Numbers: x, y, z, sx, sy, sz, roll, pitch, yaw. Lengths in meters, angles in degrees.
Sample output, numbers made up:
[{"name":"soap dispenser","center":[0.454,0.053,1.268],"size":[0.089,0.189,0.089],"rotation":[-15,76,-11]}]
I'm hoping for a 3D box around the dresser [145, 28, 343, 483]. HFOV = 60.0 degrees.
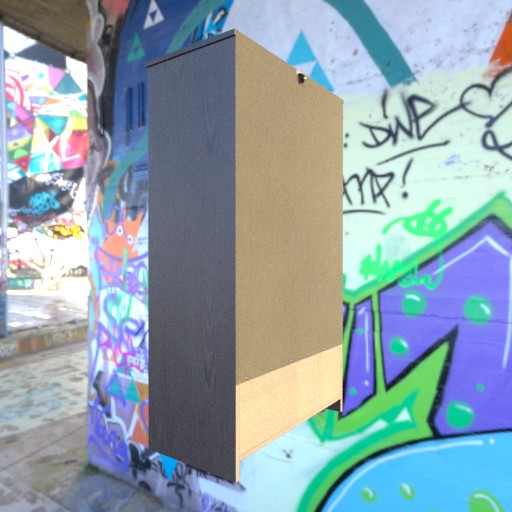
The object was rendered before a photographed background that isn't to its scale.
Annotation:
[{"name":"dresser","center":[0.000,0.000,1.610],"size":[0.418,1.254,0.704],"rotation":[0,0,36]}]
